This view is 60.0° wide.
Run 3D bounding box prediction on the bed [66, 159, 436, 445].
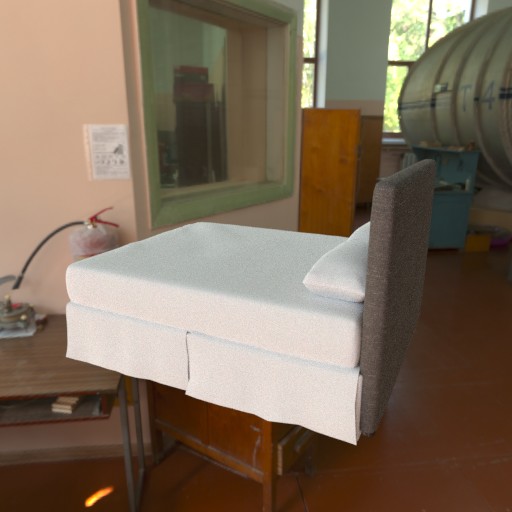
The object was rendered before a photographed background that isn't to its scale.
[{"bbox_3d":[0.000,0.000,3.157,2.142,1.330,1.723,8,18,26],"label":"bed"}]
